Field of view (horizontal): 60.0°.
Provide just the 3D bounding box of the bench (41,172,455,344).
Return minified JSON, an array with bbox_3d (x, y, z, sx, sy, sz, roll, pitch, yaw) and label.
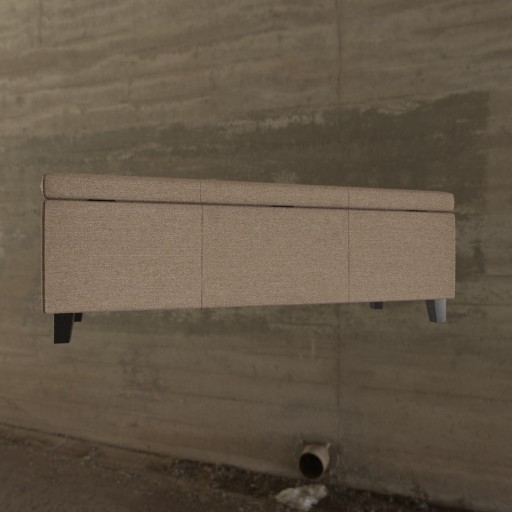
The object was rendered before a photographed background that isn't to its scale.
[{"bbox_3d":[0.000,0.000,1.481,1.269,0.438,0.446,0,0,-17],"label":"bench"}]
